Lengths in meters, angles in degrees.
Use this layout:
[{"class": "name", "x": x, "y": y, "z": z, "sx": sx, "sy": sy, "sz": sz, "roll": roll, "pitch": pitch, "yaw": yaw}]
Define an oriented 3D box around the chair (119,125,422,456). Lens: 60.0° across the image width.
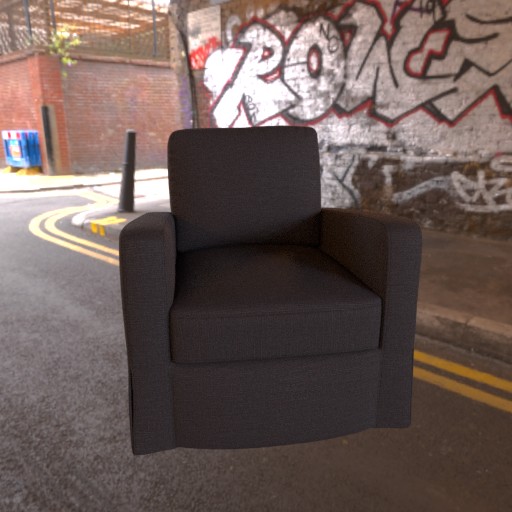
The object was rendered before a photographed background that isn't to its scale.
[{"class": "chair", "x": 0.000, "y": 0.000, "z": 1.497, "sx": 0.798, "sy": 0.855, "sz": 0.863, "roll": -2, "pitch": 16, "yaw": -8}]
